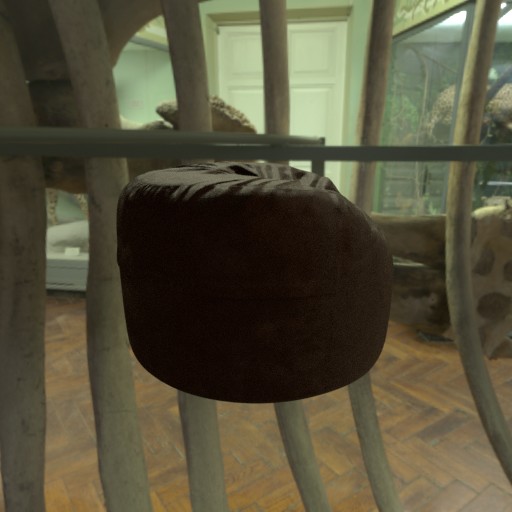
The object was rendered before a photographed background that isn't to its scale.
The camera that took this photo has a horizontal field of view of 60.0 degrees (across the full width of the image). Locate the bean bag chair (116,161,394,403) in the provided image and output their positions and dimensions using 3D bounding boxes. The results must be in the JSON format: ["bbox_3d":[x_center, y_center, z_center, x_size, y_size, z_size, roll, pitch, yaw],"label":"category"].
[{"bbox_3d":[0.000,0.000,1.529,0.918,0.616,0.918,0,16,0],"label":"bean bag chair"}]
